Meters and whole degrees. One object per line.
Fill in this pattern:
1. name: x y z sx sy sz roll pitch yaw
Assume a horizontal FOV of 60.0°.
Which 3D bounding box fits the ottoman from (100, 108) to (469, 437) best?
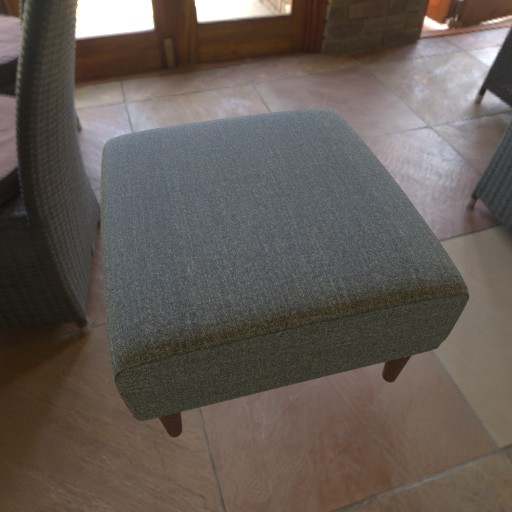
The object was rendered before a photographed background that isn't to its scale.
1. ottoman: 0.000 0.000 1.042 0.648 0.399 0.655 -11 48 -10
